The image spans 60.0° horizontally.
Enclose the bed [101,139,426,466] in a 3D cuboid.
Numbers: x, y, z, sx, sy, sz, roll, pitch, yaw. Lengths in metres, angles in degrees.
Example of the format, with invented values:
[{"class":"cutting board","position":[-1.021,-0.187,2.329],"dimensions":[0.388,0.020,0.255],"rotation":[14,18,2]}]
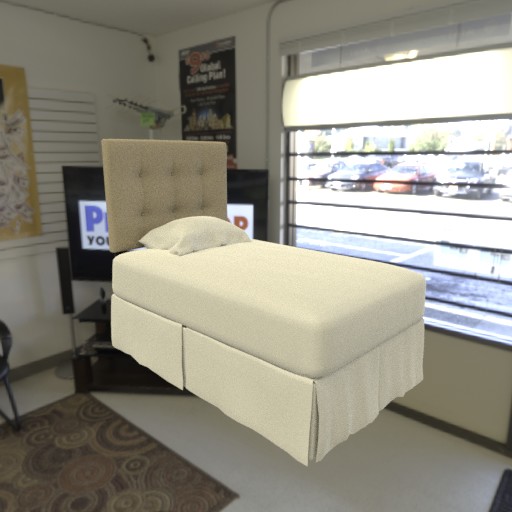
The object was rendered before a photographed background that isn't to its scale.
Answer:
[{"class":"bed","position":[0.000,0.000,3.026],"dimensions":[1.997,1.571,1.261],"rotation":[12,18,43]}]
